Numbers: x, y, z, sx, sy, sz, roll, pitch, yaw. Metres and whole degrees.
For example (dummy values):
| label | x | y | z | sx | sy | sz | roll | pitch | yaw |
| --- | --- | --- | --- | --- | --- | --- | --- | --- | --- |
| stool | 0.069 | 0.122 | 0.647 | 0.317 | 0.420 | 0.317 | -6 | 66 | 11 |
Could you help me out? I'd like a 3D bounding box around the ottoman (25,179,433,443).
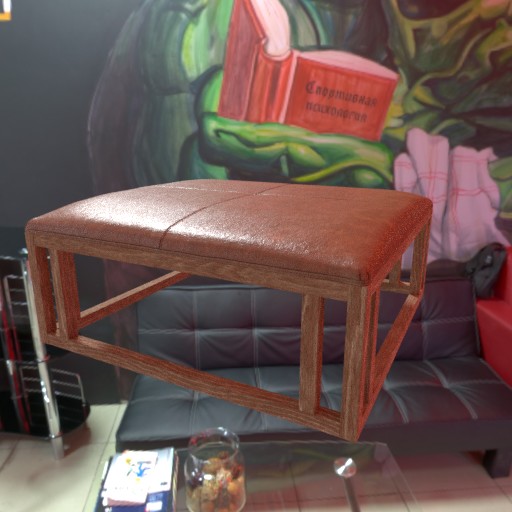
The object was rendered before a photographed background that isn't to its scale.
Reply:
| label | x | y | z | sx | sy | sz | roll | pitch | yaw |
| --- | --- | --- | --- | --- | --- | --- | --- | --- | --- |
| ottoman | 0.000 | 0.000 | 1.541 | 1.016 | 0.442 | 1.013 | 8 | 18 | 26 |
